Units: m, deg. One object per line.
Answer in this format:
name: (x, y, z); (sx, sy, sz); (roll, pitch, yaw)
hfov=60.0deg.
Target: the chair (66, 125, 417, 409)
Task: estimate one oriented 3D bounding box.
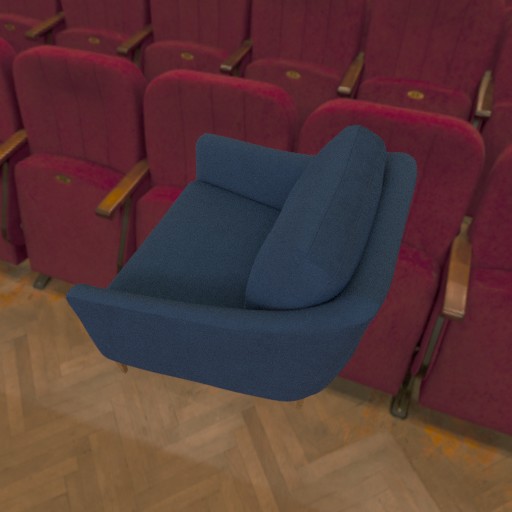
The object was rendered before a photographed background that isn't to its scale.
chair: (0.000, 0.000, 1.687); (0.961, 0.899, 0.987); (16, 50, 14)
